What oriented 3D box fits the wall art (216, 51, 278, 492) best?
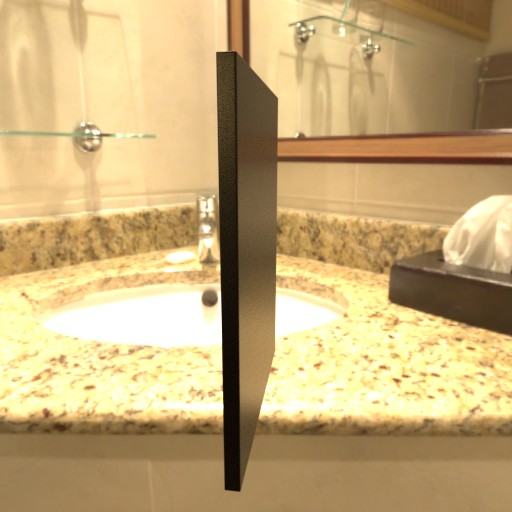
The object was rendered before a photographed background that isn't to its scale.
[{"bbox_3d":[0.000,0.000,1.616,0.053,1.194,0.950,2,14,8],"label":"wall art"}]
